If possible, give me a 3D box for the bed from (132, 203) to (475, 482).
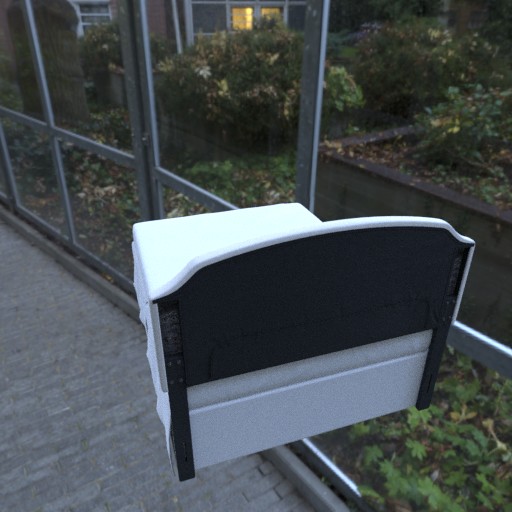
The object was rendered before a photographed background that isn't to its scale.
[{"bbox_3d":[0.000,0.000,2.916,1.558,1.270,1.999,-9,29,-17],"label":"bed"}]
